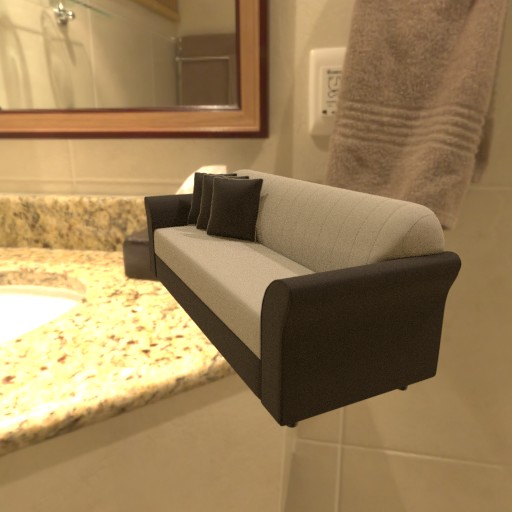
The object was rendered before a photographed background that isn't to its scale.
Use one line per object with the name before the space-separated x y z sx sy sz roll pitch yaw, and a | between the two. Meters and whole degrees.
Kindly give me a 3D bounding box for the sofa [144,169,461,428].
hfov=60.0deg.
sofa | 0.000 0.000 2.426 0.755 0.787 2.001 -8 18 -25
